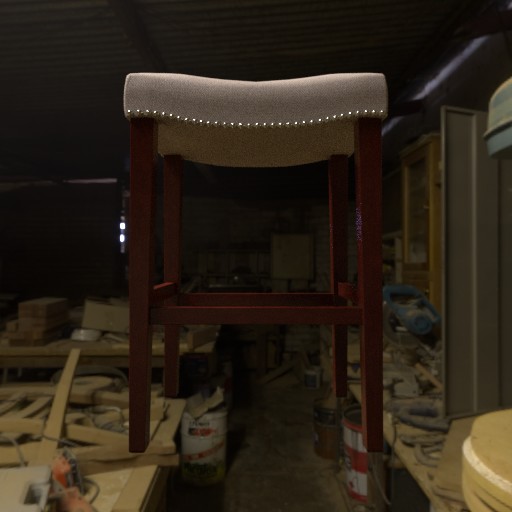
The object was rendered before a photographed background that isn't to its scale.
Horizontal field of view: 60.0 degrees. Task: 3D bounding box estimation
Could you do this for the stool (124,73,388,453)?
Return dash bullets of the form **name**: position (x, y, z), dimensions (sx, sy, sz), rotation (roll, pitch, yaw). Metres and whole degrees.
- **stool**: position (0.000, 0.000, 1.014), dimensions (0.504, 0.742, 0.372), rotation (0, 0, 0)
